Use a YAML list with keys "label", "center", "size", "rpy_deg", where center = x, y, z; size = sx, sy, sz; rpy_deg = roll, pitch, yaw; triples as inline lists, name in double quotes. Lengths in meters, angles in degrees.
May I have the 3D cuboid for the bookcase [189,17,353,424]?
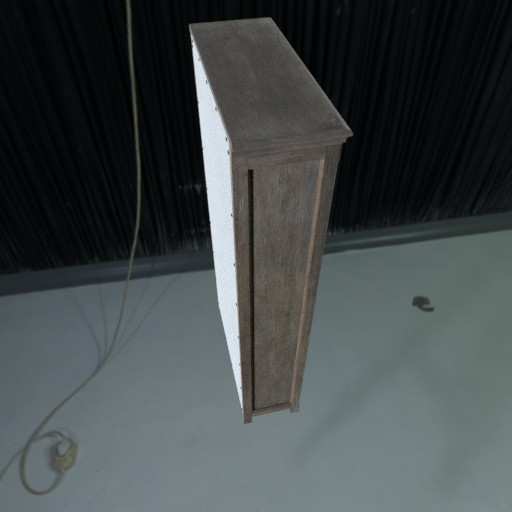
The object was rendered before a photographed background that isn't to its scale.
- label: "bookcase"
  center: [0.000, 0.000, 2.191]
  size: [0.348, 1.880, 0.906]
  rpy_deg: [-10, 48, -9]
